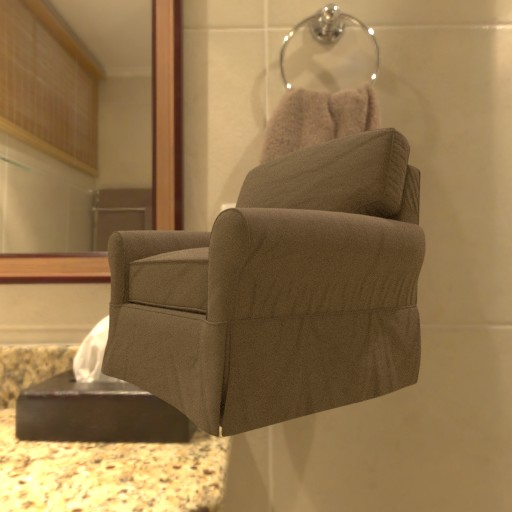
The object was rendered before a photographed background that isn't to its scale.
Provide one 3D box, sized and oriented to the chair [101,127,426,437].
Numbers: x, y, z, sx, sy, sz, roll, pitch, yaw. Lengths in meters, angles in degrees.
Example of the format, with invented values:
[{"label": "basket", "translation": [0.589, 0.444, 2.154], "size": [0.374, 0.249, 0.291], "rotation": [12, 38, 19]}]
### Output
[{"label": "chair", "translation": [0.000, 0.000, 1.863], "size": [0.988, 1.017, 1.135], "rotation": [1, -2, -37]}]
